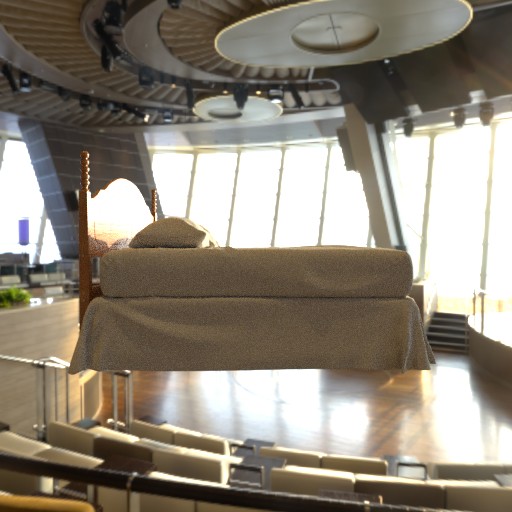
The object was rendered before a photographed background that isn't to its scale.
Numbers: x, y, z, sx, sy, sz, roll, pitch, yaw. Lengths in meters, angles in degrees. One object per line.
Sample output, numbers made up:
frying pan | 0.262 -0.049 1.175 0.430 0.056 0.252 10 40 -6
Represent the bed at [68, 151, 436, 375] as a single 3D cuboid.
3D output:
bed | 0.000 0.000 3.712 2.219 1.355 2.322 0 1 0
